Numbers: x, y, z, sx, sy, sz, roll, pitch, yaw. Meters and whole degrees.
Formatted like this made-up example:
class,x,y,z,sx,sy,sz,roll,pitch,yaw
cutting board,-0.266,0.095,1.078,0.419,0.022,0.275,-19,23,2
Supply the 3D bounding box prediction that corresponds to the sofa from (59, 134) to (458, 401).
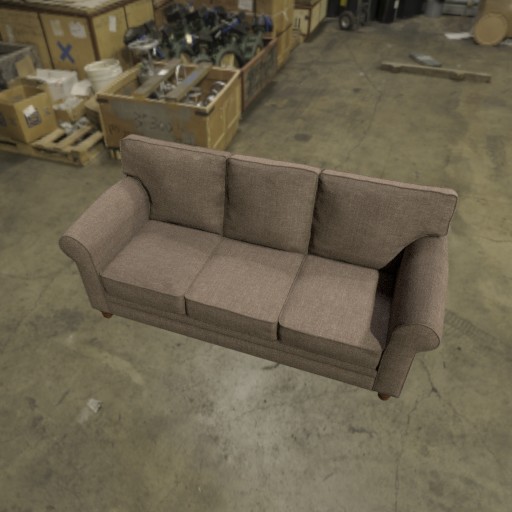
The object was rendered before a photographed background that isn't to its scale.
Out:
class,x,y,z,sx,sy,sz,roll,pitch,yaw
sofa,0.000,0.000,2.632,2.084,0.961,0.916,13,42,15
